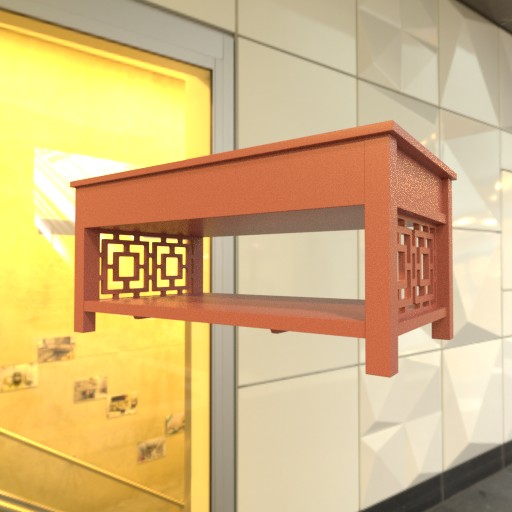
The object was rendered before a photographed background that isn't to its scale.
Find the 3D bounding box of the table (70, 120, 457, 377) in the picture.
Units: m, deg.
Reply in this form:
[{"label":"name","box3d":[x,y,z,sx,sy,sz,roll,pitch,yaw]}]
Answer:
[{"label":"table","box3d":[0.000,0.000,1.397,1.068,0.493,0.612,-1,-2,35]}]
